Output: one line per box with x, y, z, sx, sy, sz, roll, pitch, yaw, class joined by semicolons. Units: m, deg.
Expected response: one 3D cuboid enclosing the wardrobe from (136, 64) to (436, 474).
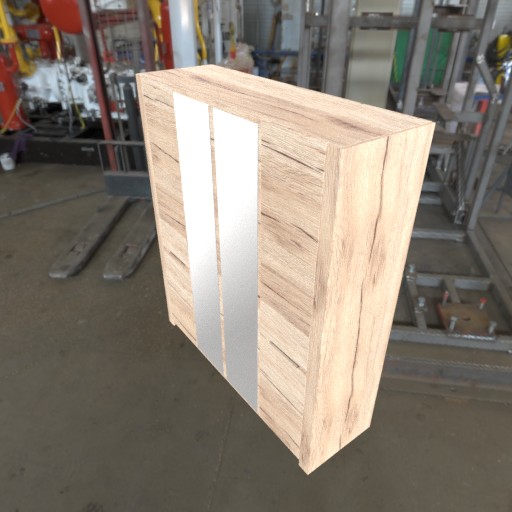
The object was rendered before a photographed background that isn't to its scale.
0.000;0.000;2.932;0.580;2.070;1.810;-22;39;-31;wardrobe
